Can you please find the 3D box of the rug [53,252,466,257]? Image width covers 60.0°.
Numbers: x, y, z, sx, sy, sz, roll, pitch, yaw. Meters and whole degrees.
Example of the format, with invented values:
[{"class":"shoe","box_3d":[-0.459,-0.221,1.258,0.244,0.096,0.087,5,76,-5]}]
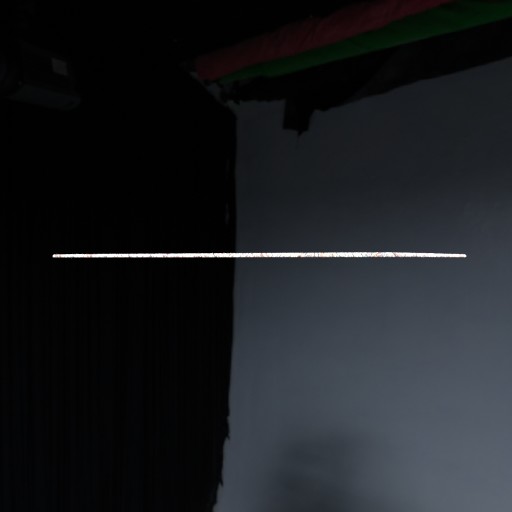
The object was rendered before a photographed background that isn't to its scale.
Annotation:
[{"class":"rug","box_3d":[0.000,0.000,2.240,1.761,0.014,1.143,0,0,35]}]
